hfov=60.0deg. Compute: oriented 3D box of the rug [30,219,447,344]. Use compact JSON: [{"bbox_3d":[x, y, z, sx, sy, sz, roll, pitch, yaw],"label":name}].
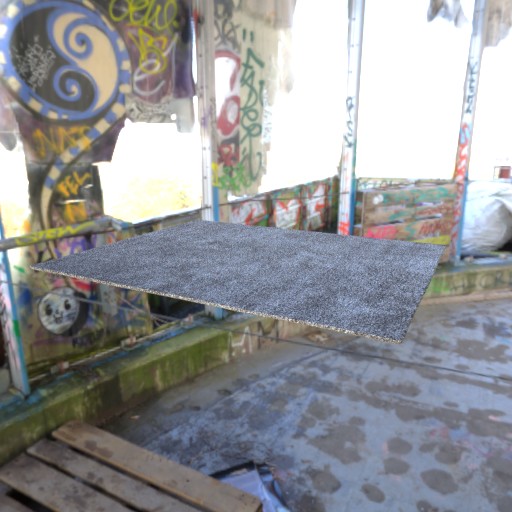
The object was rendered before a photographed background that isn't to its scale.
[{"bbox_3d":[0.000,0.000,4.030,3.000,0.025,2.401,8,17,27],"label":"rug"}]
